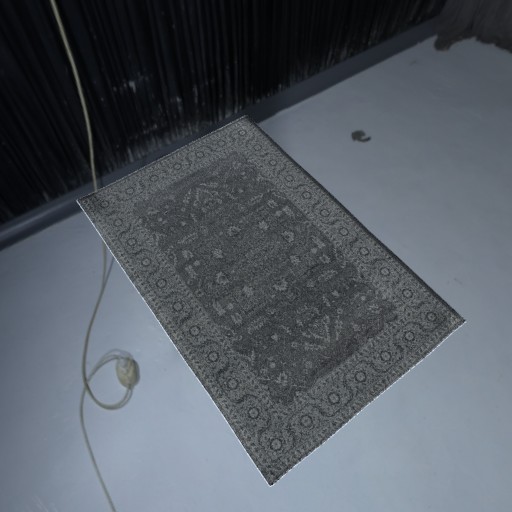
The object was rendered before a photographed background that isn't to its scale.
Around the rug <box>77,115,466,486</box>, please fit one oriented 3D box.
[{"bbox_3d":[0.000,0.000,2.349,1.209,0.019,1.828,-32,64,-18],"label":"rug"}]
